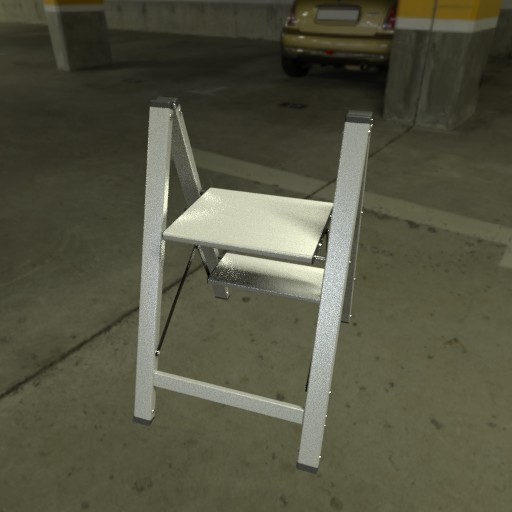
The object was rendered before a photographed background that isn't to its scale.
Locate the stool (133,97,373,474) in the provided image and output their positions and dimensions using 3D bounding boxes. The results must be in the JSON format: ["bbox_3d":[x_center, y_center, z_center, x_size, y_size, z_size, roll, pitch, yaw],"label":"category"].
[{"bbox_3d":[0.000,0.000,1.019,0.440,0.670,0.535,9,32,15],"label":"stool"}]
